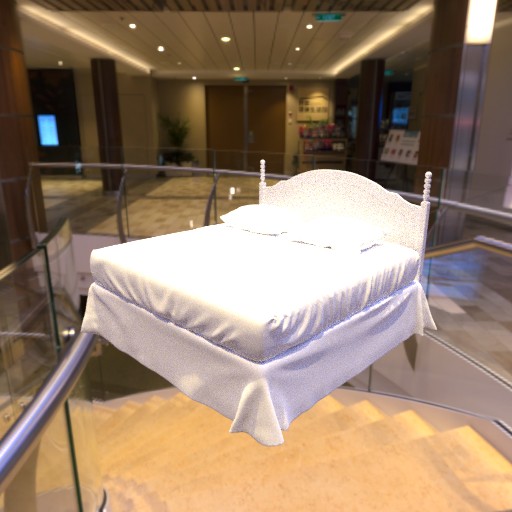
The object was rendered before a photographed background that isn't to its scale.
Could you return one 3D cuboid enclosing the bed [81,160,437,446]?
[{"bbox_3d":[0.000,0.000,3.685,2.322,1.355,2.219,15,22,42],"label":"bed"}]
